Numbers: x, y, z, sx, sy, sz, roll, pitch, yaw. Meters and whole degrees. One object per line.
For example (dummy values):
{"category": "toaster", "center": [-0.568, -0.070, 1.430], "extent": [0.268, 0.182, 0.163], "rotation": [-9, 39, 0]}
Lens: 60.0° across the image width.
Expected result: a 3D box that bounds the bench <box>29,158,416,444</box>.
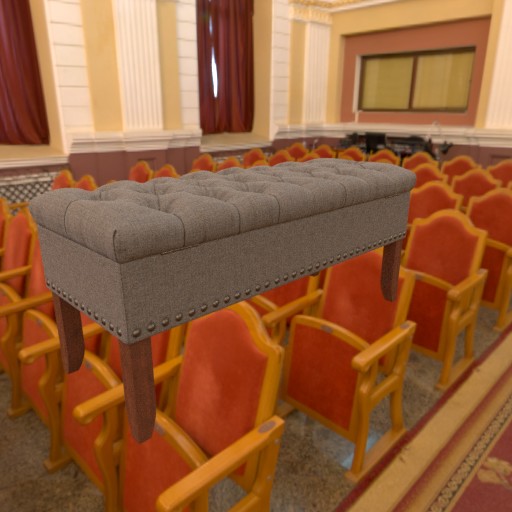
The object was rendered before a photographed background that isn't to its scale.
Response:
{"category": "bench", "center": [0.000, 0.000, 1.273], "extent": [1.052, 0.470, 0.417], "rotation": [-17, 25, -42]}
